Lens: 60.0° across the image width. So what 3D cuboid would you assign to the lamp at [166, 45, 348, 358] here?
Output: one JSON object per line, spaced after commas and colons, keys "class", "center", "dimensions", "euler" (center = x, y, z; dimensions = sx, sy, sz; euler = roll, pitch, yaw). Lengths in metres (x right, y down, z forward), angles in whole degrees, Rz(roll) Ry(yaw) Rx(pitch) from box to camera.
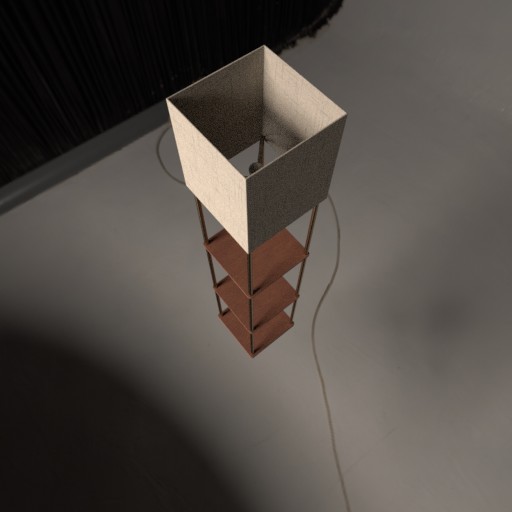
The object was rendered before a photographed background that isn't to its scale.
{"class": "lamp", "center": [0.000, 0.000, 1.754], "dimensions": [0.308, 1.569, 0.310], "euler": [-36, 68, -17]}
